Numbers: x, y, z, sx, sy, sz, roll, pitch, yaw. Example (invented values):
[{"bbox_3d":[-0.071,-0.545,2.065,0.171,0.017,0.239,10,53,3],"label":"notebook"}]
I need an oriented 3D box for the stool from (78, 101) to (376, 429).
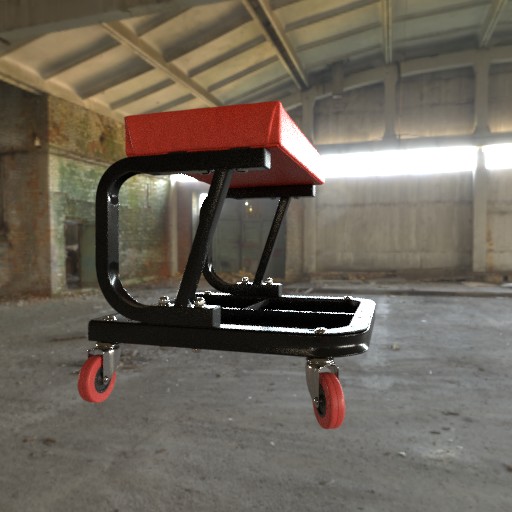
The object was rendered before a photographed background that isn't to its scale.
[{"bbox_3d":[0.000,0.000,0.723,0.371,0.380,0.446,0,2,17],"label":"stool"}]
